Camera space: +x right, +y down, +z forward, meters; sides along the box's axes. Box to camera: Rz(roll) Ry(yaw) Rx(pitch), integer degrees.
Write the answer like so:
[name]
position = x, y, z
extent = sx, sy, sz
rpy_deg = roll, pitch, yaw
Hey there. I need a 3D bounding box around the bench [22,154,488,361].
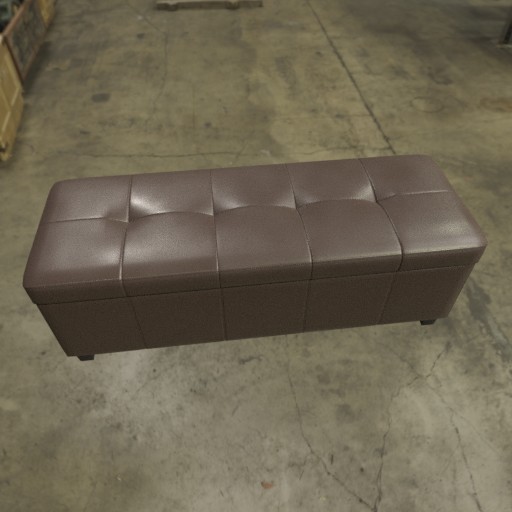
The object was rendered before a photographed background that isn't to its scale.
[bench]
position = 0.000, 0.000, 1.409
extent = 1.219, 0.417, 0.450
rpy_deg = -5, 47, -5
